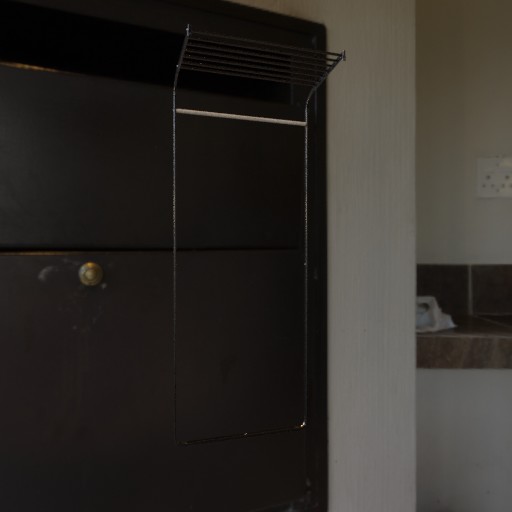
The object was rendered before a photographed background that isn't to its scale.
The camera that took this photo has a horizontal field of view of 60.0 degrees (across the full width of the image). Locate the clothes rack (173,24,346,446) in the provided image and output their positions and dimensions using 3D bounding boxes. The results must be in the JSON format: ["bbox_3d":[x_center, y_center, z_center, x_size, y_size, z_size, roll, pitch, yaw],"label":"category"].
[{"bbox_3d":[0.000,0.000,1.766,0.609,1.574,0.349,0,0,-19],"label":"clothes rack"}]
